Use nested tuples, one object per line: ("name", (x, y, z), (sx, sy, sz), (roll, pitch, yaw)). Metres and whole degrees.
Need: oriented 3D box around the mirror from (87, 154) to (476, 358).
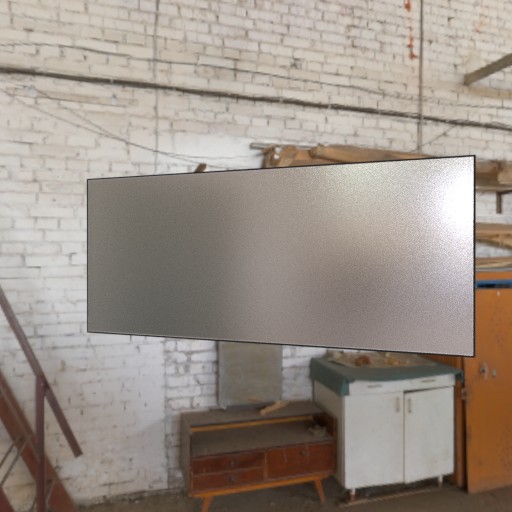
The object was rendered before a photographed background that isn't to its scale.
("mirror", (0.000, 0.000, 1.771), (1.584, 0.692, 0.047), (0, 0, 18))
